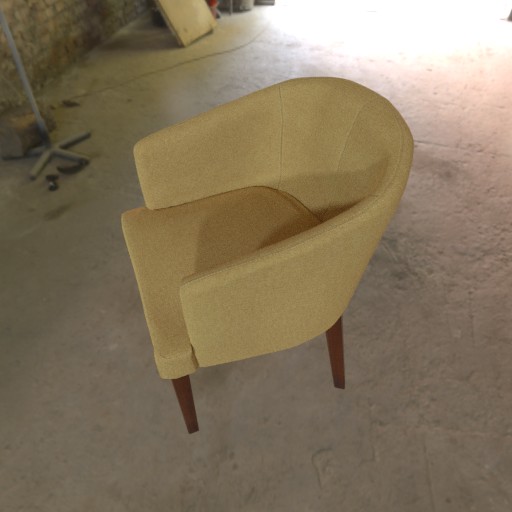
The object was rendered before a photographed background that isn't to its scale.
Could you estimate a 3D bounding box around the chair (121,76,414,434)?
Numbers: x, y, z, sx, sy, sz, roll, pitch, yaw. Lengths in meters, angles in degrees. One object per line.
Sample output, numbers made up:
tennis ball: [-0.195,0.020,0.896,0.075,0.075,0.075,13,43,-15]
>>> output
chair: [0.000,0.000,1.221,0.655,0.811,0.583,-15,49,-14]
